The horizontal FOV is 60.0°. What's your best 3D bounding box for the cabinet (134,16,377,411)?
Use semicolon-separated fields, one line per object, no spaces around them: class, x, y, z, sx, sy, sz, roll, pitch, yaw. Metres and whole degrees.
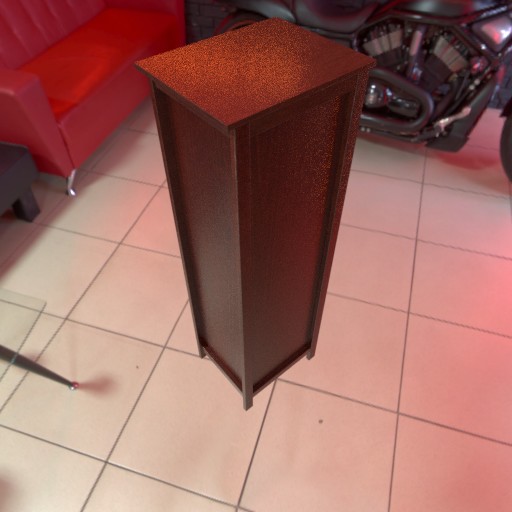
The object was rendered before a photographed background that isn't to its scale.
cabinet;0.000;0.000;1.724;0.500;1.518;0.401;-32;55;-26
